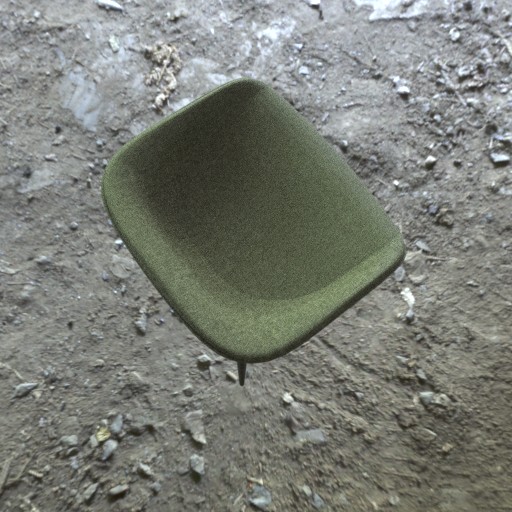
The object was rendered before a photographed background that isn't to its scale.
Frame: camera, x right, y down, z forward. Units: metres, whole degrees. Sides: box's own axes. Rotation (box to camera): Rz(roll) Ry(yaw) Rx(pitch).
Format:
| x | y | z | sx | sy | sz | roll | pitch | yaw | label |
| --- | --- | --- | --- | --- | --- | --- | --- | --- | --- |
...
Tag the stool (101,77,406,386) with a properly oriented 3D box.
| x | y | z | sx | sy | sz | roll | pitch | yaw | label |
| --- | --- | --- | --- | --- | --- | --- | --- | --- | --- |
| 0.000 | 0.000 | 1.098 | 0.480 | 0.814 | 0.469 | -37 | 79 | -8 | stool |
